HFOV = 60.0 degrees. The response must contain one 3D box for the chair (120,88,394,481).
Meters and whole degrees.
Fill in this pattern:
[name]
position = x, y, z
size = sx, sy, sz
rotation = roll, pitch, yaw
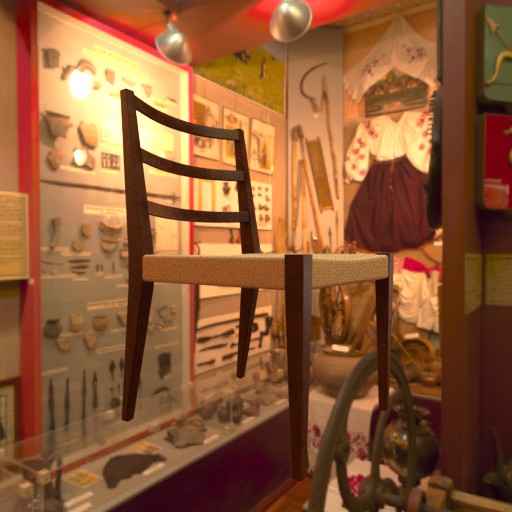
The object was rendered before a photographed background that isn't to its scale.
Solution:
[chair]
position = 0.000, 0.000, 1.133
size = 0.551, 0.813, 0.480
rotation = 1, 1, 36
